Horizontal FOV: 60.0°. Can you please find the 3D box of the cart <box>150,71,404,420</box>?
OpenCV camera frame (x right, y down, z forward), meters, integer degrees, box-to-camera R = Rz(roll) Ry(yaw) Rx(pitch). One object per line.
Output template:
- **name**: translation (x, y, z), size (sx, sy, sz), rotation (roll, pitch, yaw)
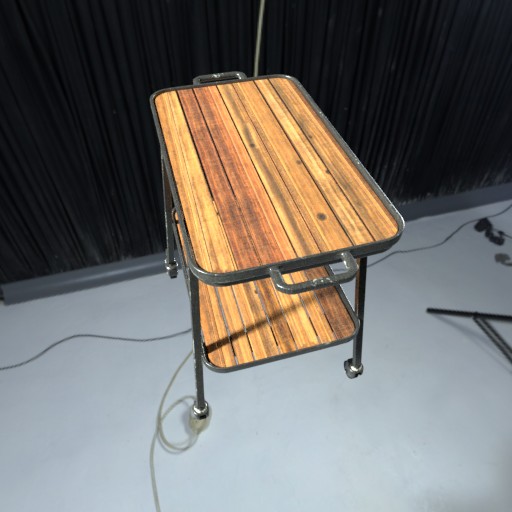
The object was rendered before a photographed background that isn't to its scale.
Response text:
- **cart**: translation (0.000, 0.000, 1.248), size (0.515, 0.700, 0.806), rotation (-12, 48, -11)
